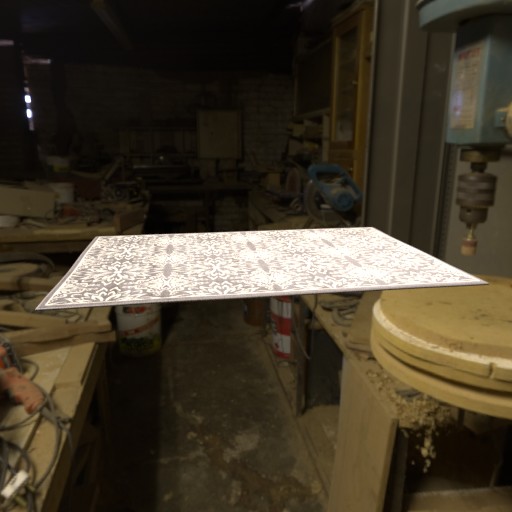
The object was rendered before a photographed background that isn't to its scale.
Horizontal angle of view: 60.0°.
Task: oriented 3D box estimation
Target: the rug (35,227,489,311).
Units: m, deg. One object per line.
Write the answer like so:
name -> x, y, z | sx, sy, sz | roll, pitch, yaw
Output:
rug -> 0.000, 0.000, 2.356 | 1.847, 0.012, 1.224 | -2, 15, -9
